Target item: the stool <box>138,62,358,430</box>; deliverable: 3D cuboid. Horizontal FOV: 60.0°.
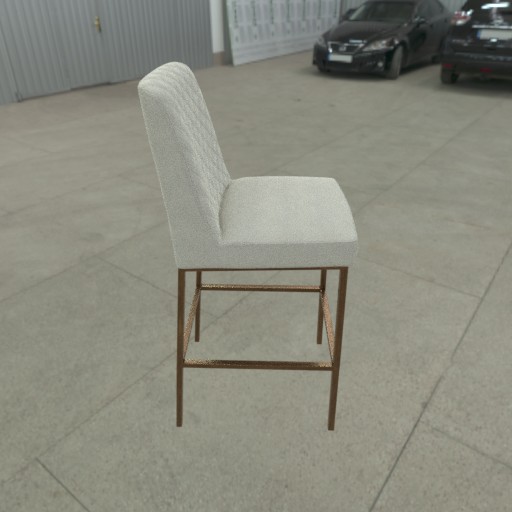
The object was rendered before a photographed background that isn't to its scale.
[{"bbox_3d":[0.000,0.000,1.386,0.546,1.084,0.462,1,31,1],"label":"stool"}]
